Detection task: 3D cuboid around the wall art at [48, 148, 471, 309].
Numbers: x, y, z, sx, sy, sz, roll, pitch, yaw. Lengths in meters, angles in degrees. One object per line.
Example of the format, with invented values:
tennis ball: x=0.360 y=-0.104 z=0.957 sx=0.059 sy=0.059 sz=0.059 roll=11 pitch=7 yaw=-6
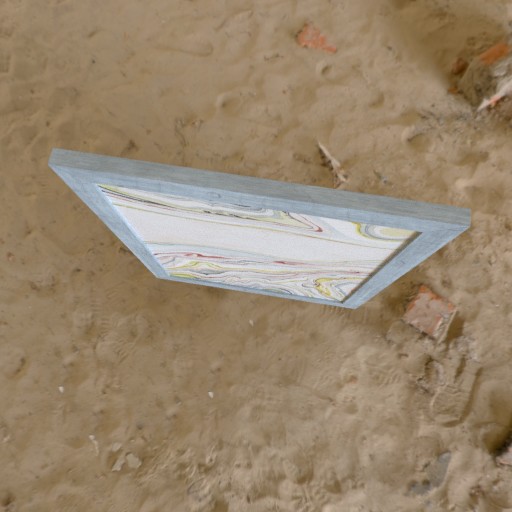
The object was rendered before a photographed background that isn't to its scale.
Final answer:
wall art: x=0.000 y=0.000 z=0.779 sx=0.479 sy=0.582 sz=0.022 roll=9 pitch=75 yaw=2
